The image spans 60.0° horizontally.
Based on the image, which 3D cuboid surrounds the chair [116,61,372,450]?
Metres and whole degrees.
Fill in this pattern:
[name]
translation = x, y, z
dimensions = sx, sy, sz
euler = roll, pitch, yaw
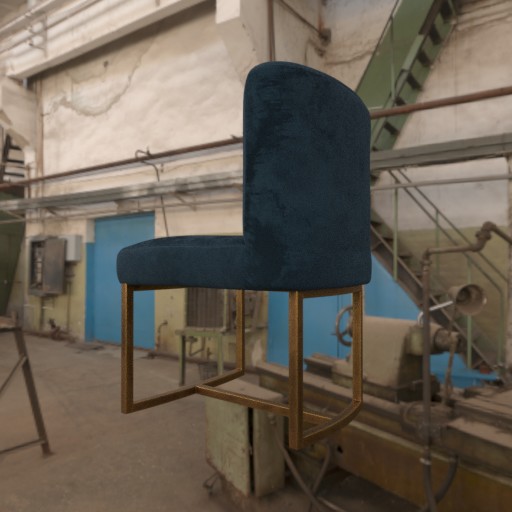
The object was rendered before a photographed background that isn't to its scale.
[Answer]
[chair]
translation = 0.000, 0.000, 1.210
dimensions = 0.560, 0.824, 0.530
euler = 0, -1, 37
